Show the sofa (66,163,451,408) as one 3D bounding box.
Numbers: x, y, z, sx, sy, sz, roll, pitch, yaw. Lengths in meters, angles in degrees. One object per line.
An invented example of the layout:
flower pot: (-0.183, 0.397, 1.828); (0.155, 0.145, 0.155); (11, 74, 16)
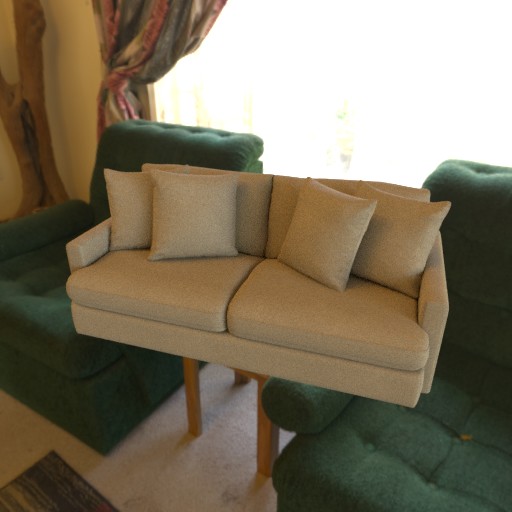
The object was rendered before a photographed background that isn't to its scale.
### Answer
sofa: (0.000, 0.000, 3.021); (2.380, 1.084, 1.228); (8, 28, 16)
